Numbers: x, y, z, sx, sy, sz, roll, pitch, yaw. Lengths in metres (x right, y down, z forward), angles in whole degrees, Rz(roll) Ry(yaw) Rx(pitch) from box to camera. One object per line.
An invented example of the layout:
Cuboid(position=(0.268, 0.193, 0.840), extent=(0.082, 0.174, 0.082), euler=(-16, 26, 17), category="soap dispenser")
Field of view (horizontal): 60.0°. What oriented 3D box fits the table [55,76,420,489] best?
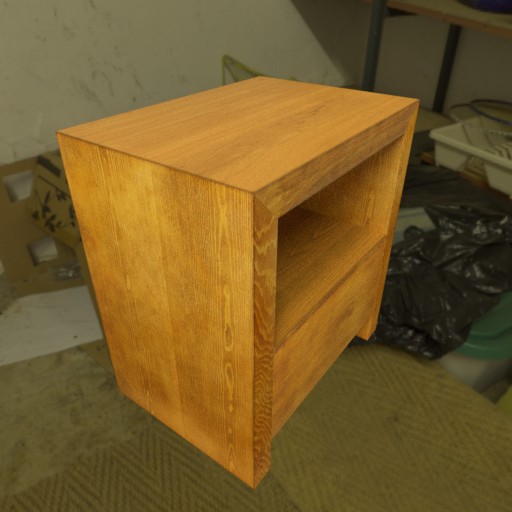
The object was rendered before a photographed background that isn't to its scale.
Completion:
Cuboid(position=(0.000, 0.000, 0.954), extent=(0.400, 0.605, 0.550), euler=(22, 39, 30), category="table")
